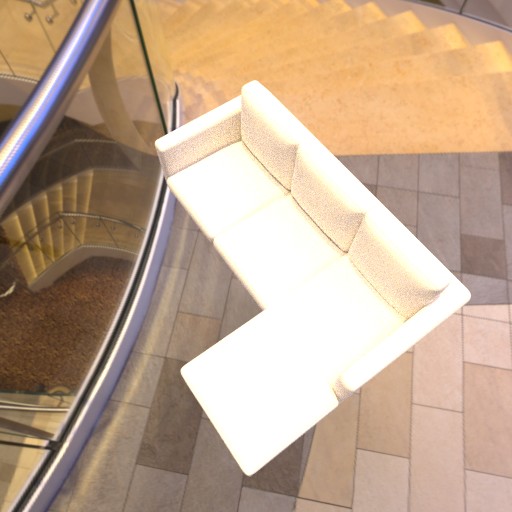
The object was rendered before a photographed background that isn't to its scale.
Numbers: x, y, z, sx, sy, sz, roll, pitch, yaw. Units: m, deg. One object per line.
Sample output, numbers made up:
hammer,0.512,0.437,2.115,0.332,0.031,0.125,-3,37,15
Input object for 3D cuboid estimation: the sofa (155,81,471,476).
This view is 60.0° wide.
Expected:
sofa,0.000,0.000,2.854,1.580,0.899,2.029,-33,68,-15
